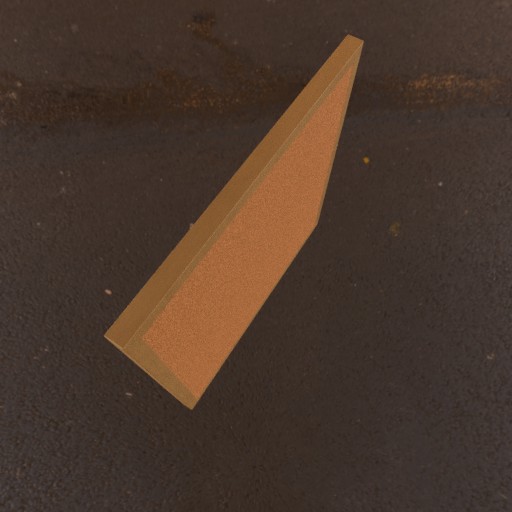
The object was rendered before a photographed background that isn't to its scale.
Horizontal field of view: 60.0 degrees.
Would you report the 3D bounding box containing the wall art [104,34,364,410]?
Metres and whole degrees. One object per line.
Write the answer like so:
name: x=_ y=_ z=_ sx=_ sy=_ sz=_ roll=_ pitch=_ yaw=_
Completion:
wall art: x=0.000 y=0.000 z=1.125 sx=0.037 sy=0.763 sz=0.763 roll=30 pitch=68 yaw=13
